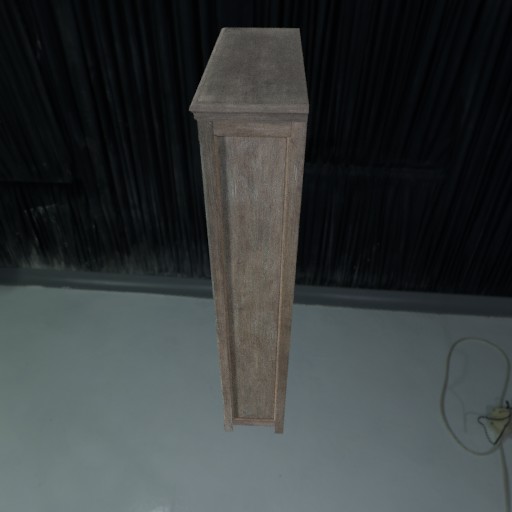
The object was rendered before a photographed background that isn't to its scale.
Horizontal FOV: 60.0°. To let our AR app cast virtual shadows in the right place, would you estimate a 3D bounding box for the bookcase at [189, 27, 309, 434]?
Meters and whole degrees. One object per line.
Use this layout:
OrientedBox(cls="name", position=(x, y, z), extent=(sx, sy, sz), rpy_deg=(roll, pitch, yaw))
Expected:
OrientedBox(cls="bookcase", position=(0.000, 0.000, 2.216), extent=(0.348, 1.880, 0.906), rpy_deg=(2, 40, 2))
